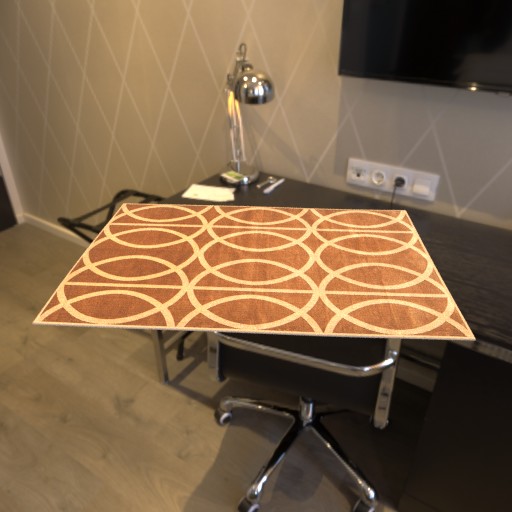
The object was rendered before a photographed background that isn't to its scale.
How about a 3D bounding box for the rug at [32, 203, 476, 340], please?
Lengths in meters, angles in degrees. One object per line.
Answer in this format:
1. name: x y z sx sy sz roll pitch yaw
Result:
1. rug: 0.000 0.000 2.919 2.290 0.014 1.526 2 31 3
